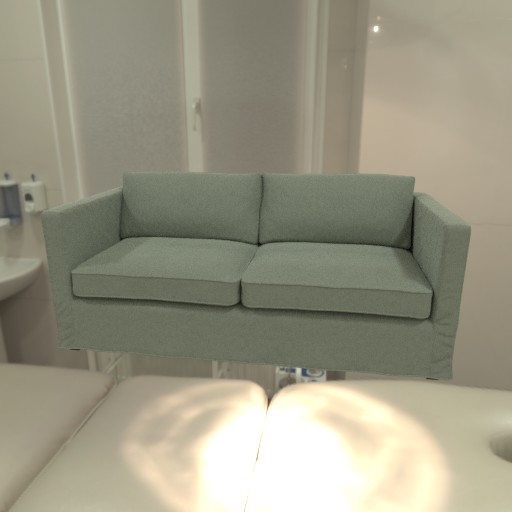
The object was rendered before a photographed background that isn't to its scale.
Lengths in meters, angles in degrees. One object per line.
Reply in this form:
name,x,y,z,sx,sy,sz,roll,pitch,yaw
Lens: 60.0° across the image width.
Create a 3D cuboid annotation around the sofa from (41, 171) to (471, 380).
sofa,0.000,0.000,2.481,1.987,0.870,0.940,3,17,9
